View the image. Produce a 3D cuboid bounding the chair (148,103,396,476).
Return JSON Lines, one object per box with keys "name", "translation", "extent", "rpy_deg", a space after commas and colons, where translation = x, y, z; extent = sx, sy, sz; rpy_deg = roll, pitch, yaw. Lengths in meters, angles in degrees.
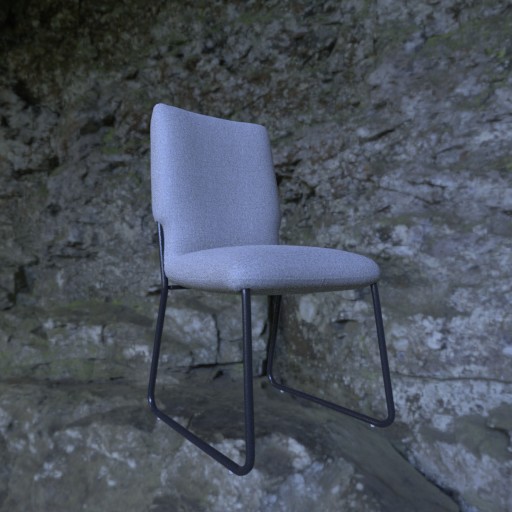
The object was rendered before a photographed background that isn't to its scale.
{"name": "chair", "translation": [0.000, 0.000, 1.176], "extent": [0.448, 0.864, 0.560], "rpy_deg": [0, 0, -35]}
